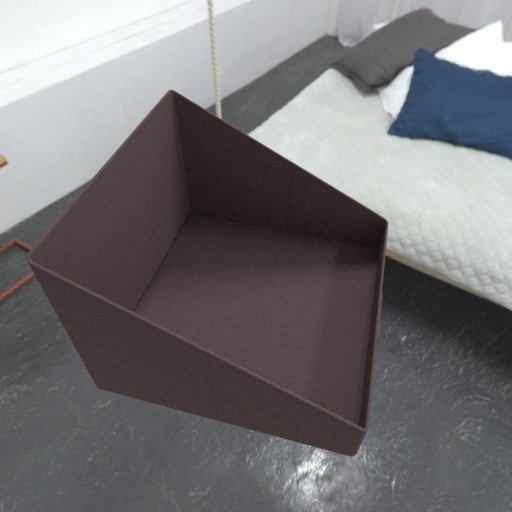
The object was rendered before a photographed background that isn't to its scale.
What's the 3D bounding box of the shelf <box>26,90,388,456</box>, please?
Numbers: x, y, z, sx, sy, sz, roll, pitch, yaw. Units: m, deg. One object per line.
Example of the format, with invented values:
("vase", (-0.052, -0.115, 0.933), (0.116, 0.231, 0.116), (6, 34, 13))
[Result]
("shelf", (0.000, 0.000, 0.486), (0.292, 0.210, 0.292), (11, 48, 10))
